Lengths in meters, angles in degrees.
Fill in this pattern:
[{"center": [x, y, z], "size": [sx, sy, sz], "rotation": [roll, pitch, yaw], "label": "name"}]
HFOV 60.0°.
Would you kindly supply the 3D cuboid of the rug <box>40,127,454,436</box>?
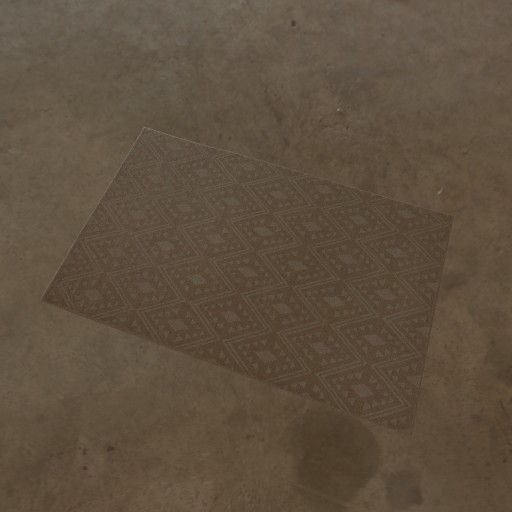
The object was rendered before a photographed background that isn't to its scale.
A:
[{"center": [0.000, 0.000, 3.017], "size": [2.430, 0.053, 1.553], "rotation": [18, 66, 8], "label": "rug"}]
